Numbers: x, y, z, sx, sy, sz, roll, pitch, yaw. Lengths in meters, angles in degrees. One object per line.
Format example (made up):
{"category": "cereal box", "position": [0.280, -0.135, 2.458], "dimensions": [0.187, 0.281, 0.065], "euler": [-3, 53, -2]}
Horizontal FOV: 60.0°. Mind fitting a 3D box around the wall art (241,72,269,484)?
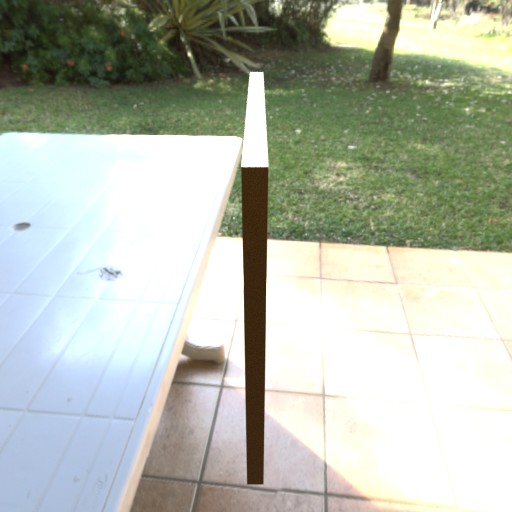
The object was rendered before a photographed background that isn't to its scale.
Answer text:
{"category": "wall art", "position": [0.000, 0.000, 1.140], "dimensions": [0.038, 0.762, 0.762], "euler": [0, 32, 0]}
